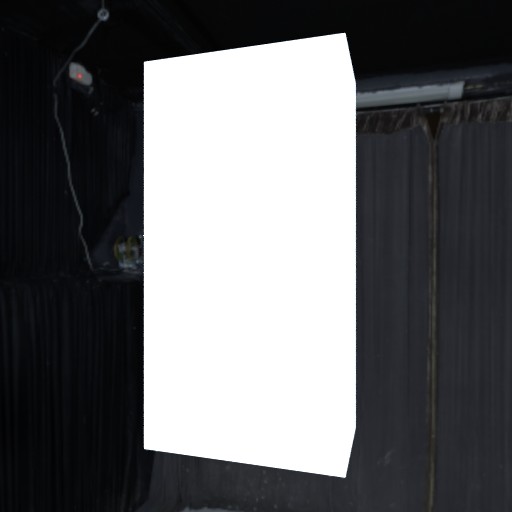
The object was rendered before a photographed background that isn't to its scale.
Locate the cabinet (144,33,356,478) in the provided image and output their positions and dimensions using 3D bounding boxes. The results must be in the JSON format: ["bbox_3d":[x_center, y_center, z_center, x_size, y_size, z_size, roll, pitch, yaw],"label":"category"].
[{"bbox_3d":[0.000,0.000,2.329,0.980,1.920,0.580,0,0,17],"label":"cabinet"}]
